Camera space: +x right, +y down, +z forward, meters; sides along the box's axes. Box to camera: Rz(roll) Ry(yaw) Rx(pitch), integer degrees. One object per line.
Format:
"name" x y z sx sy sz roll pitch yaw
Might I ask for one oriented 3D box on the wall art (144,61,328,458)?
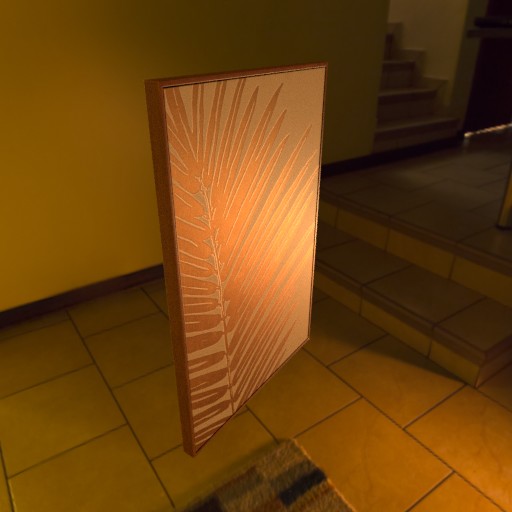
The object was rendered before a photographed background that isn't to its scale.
"wall art" 0.000 0.000 1.173 0.037 0.914 0.610 18 32 31
